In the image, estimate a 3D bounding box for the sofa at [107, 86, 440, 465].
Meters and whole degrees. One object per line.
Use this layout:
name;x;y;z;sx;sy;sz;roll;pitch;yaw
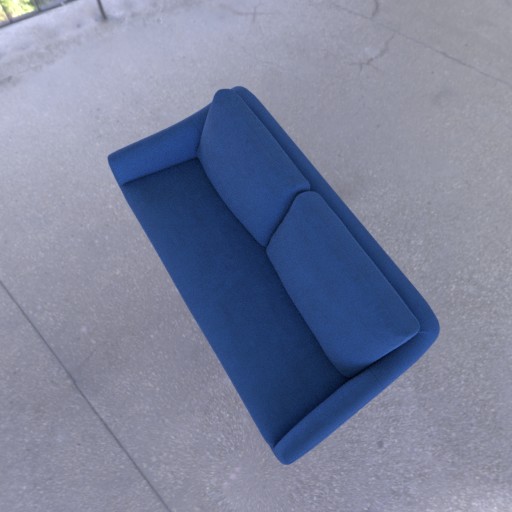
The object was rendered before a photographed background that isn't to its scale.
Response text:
sofa;0.000;0.000;2.578;0.960;0.903;2.036;-29;67;-13
